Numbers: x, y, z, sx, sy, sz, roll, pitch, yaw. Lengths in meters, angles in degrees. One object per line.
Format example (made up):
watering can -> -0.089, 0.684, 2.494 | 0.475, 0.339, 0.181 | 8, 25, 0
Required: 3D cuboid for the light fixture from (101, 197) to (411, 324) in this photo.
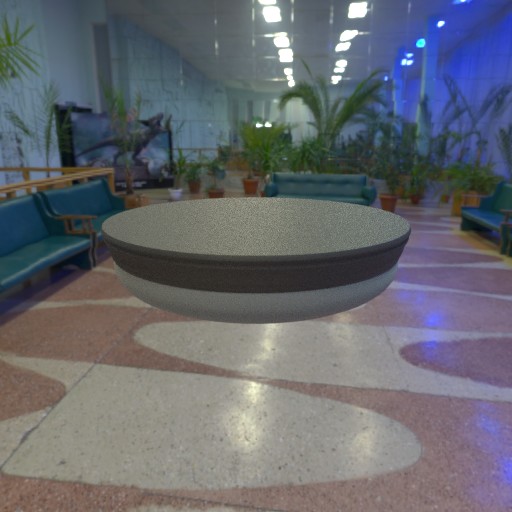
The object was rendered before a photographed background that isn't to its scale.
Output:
light fixture -> 0.000, 0.000, 0.566 | 0.368, 0.100, 0.368 | 0, 15, 0
